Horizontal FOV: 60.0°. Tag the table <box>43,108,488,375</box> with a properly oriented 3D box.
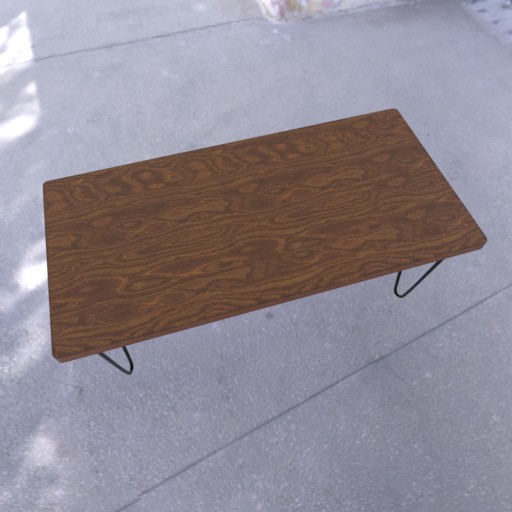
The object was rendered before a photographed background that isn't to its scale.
[{"bbox_3d":[0.000,0.000,2.271,1.791,0.753,0.883,-14,59,-9],"label":"table"}]
